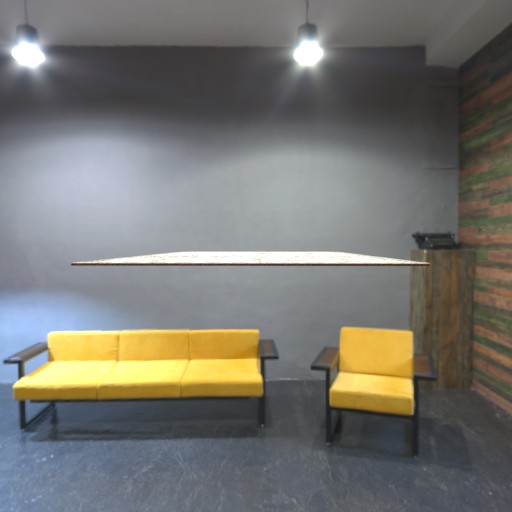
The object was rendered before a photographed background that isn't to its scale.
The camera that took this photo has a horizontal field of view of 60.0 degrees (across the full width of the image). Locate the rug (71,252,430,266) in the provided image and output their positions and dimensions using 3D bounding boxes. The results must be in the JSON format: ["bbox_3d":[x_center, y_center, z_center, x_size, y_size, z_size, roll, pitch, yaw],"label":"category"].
[{"bbox_3d":[0.000,0.000,3.096,1.526,0.012,2.444,0,2,1],"label":"rug"}]
